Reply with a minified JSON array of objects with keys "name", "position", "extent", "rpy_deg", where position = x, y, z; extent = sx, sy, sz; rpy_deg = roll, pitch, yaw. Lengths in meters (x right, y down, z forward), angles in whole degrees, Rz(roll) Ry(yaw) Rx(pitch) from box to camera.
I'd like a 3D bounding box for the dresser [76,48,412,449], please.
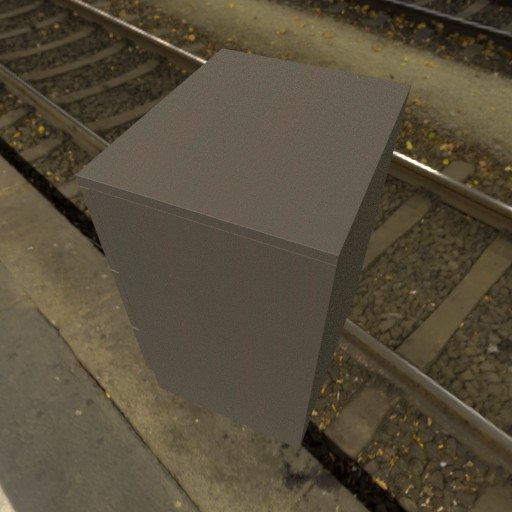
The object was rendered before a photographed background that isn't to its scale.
[{"name":"dresser","position":[0.000,0.000,0.830],"extent":[0.360,0.560,0.400],"rpy_deg":[18,50,16]}]
